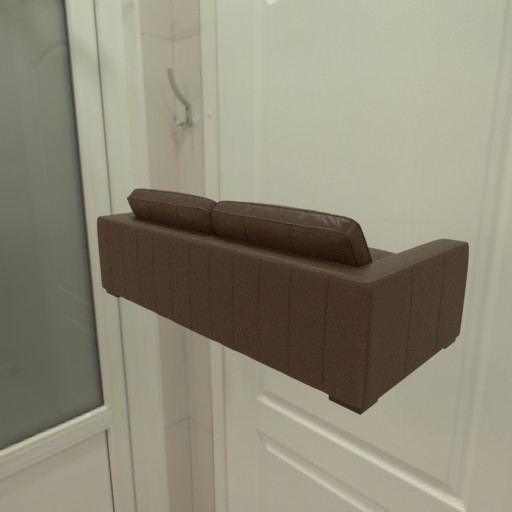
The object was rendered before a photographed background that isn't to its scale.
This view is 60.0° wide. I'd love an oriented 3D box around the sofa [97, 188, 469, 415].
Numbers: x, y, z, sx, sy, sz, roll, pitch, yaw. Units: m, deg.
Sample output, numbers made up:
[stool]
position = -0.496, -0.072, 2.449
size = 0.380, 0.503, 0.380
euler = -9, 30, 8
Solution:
[sofa]
position = 0.000, 0.000, 2.839
size = 2.262, 0.801, 1.070
euler = 14, 20, 43
